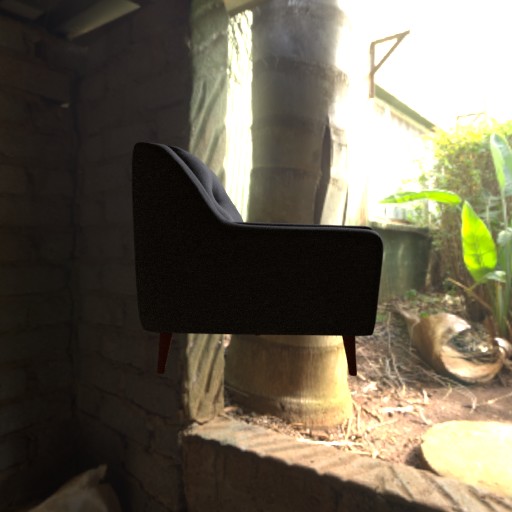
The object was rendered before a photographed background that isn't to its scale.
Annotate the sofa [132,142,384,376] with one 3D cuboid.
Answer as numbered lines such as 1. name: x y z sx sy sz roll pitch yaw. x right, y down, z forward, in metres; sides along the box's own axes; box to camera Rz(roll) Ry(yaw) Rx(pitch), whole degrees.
1. sofa: 0.000 0.000 2.490 0.975 0.896 1.929 0 1 -1
